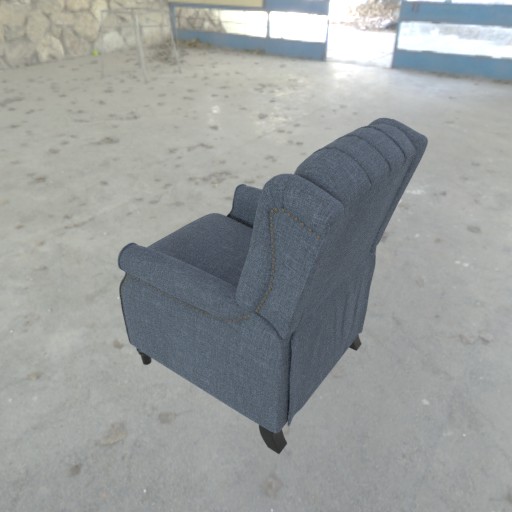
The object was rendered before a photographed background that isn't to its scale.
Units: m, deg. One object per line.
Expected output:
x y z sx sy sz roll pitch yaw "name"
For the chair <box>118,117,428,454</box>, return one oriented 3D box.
0.000 0.000 1.644 0.898 1.035 0.742 22 38 30 "chair"
